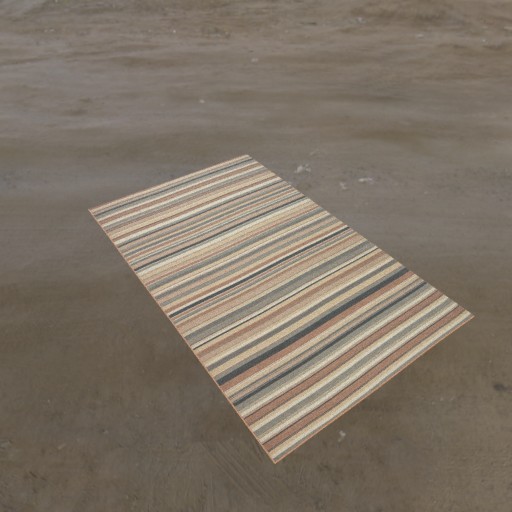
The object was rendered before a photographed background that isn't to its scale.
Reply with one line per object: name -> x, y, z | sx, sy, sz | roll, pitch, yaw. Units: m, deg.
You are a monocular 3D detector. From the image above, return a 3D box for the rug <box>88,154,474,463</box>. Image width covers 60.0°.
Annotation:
rug -> 0.000, 0.000, 3.104 | 1.523, 0.014, 2.438 | -26, 48, -26
